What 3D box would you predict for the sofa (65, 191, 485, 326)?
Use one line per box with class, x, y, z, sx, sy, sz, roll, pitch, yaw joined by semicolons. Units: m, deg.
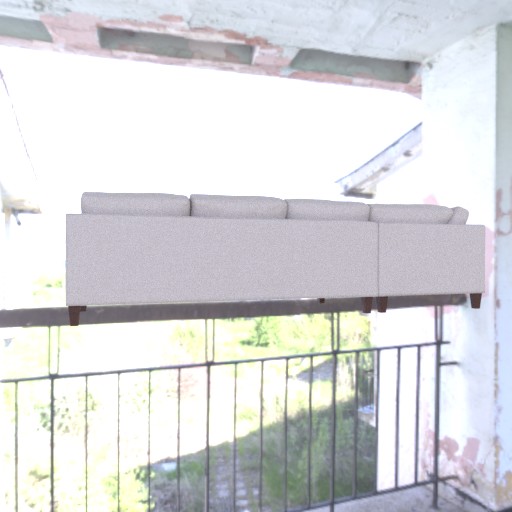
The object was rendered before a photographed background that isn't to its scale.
sofa;0.000;0.000;4.268;3.182;0.863;2.432;0;0;-18
